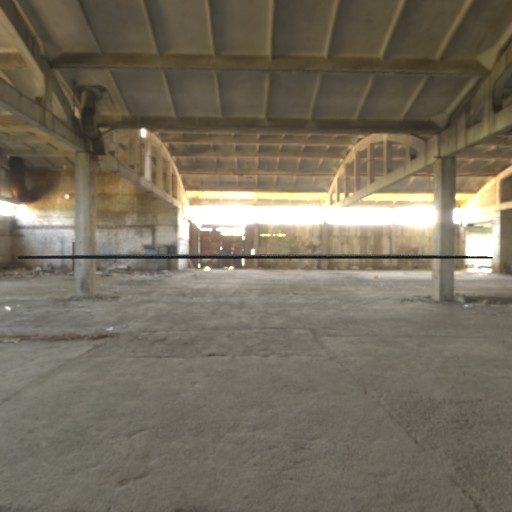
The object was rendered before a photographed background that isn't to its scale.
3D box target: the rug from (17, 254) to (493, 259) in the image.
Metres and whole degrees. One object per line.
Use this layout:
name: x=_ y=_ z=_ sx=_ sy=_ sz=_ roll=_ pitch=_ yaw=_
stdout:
rug: x=0.000 y=0.000 z=2.876 sx=2.290 sy=0.014 sz=1.526 roll=0 pitch=1 yaw=-1
